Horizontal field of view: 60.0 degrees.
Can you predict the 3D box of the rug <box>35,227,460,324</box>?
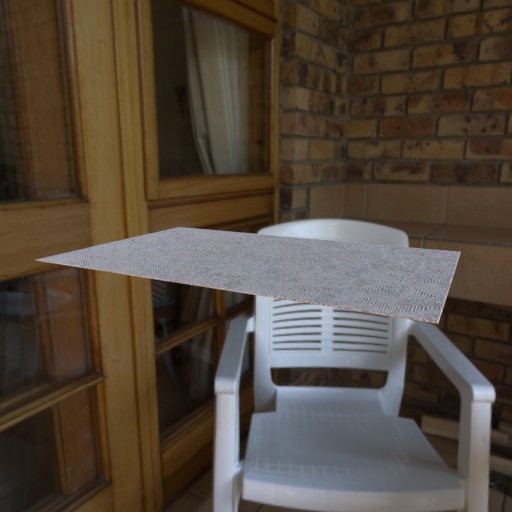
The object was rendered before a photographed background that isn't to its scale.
[{"bbox_3d":[0.000,0.000,2.977,2.428,0.007,1.519,6,14,27],"label":"rug"}]
